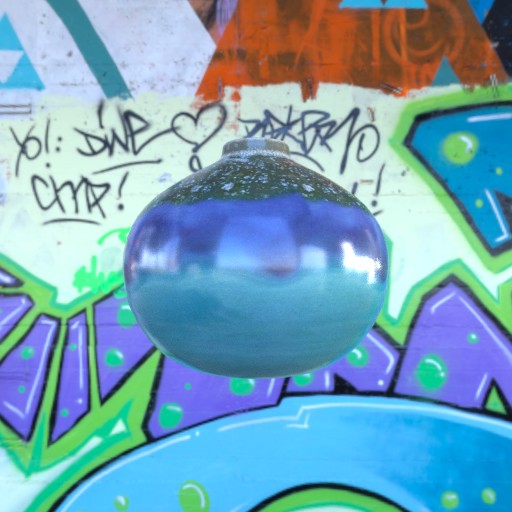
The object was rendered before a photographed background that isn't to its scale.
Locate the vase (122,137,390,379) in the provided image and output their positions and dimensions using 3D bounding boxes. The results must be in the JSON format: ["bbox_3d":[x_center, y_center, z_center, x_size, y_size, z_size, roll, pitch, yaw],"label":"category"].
[{"bbox_3d":[0.000,0.000,0.267,0.154,0.133,0.154,0,-1,0],"label":"vase"}]
